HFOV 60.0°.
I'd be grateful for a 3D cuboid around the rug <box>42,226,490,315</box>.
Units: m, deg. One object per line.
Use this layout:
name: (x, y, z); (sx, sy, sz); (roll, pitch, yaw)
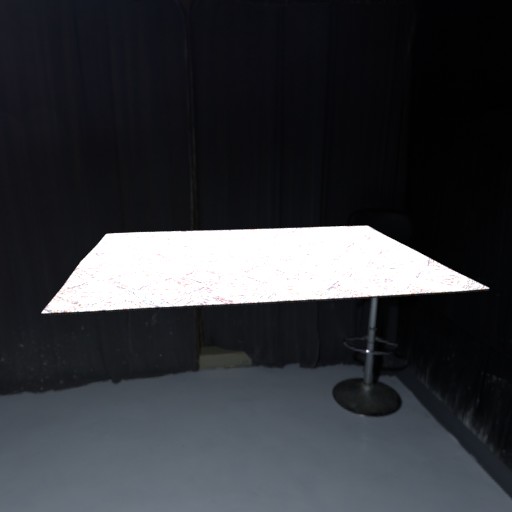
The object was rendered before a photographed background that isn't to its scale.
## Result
rug: (0.000, 0.000, 4.261); (3.226, 0.024, 2.436); (-2, 16, -8)
